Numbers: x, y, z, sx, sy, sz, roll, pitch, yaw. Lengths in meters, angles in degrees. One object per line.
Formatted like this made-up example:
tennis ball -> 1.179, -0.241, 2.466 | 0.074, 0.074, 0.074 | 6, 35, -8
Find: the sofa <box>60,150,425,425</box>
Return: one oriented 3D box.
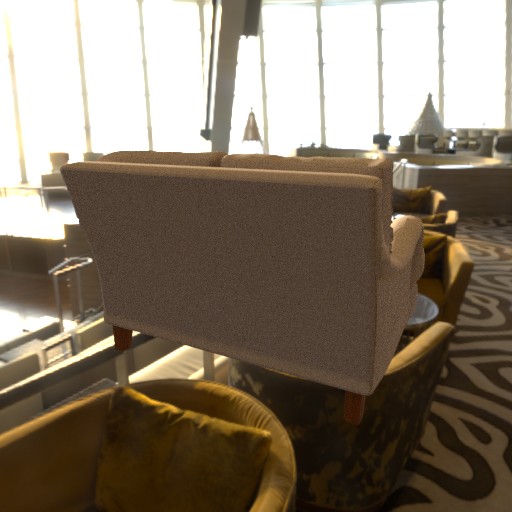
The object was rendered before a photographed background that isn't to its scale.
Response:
sofa -> 0.000, 0.000, 2.238 | 1.508, 1.048, 1.087 | 9, 18, 27
